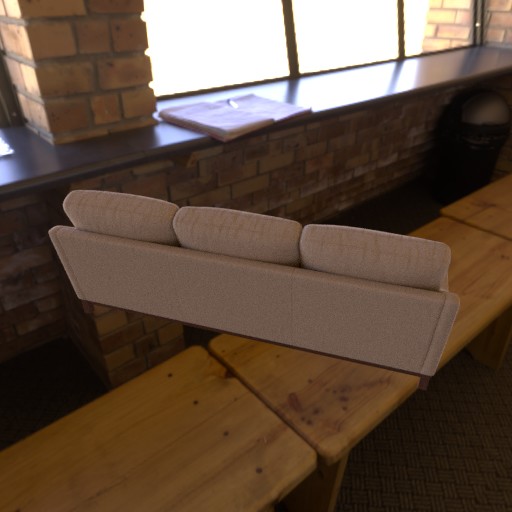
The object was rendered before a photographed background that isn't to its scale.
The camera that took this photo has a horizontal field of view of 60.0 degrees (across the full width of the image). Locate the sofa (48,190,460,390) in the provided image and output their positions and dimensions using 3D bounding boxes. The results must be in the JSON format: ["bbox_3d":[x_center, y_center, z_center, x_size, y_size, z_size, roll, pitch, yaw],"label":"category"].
[{"bbox_3d":[0.000,0.000,2.867,2.321,0.913,1.000,10,33,15],"label":"sofa"}]
